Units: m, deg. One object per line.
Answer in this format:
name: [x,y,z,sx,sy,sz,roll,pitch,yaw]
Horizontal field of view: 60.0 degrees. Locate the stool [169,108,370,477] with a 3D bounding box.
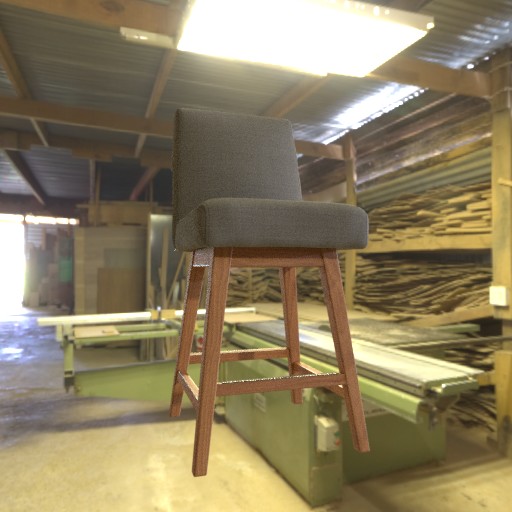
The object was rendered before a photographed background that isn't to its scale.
stool: [0.000,0.000,1.322,0.459,1.019,0.570,1,-2,-18]
